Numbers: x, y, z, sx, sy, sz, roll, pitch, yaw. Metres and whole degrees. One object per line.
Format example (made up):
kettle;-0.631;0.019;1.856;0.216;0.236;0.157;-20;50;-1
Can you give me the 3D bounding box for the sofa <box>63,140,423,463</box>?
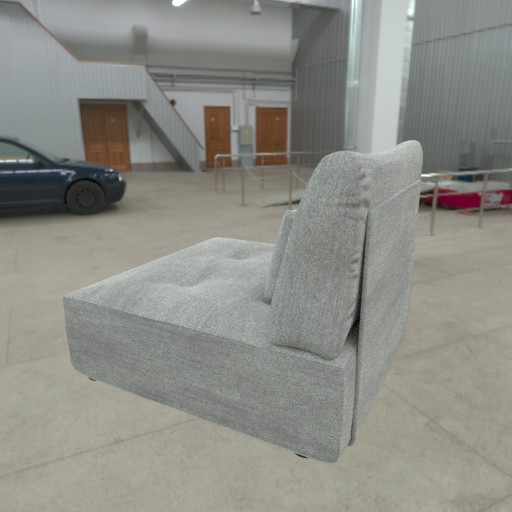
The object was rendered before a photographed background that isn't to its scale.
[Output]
sofa;0.000;0.000;1.641;1.000;0.820;0.930;9;18;27
